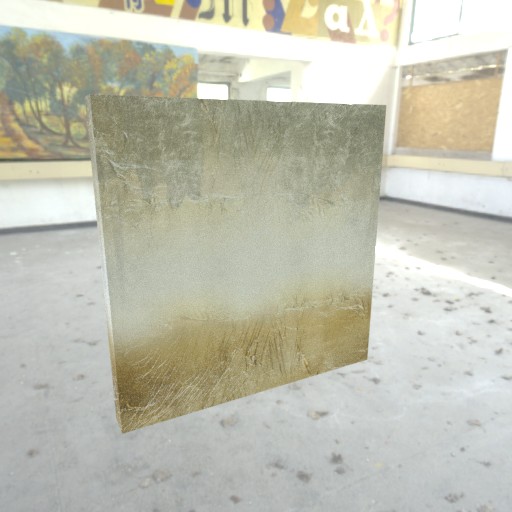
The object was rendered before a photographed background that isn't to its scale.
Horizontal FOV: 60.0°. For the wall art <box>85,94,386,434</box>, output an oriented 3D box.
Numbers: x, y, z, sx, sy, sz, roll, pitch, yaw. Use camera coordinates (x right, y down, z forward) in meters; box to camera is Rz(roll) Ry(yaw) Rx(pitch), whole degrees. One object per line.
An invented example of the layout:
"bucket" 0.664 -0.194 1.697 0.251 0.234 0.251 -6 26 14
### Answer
"wall art" 0.000 0.000 0.616 0.405 0.407 0.038 -8 18 -27
